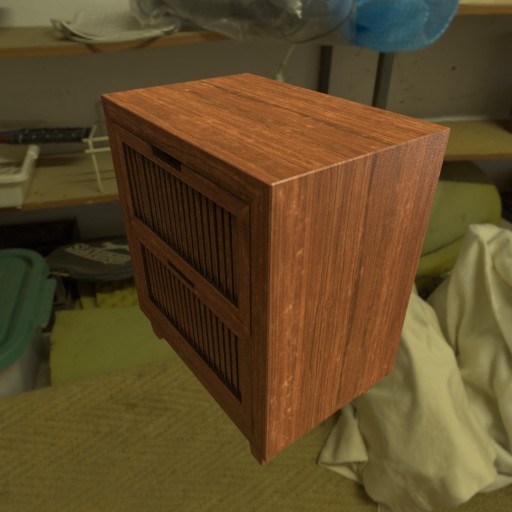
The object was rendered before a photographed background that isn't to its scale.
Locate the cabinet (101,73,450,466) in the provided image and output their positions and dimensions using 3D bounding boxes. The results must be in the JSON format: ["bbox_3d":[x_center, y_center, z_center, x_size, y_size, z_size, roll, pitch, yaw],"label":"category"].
[{"bbox_3d":[0.000,0.000,1.068,0.410,0.695,0.607,-22,39,-30],"label":"cabinet"}]
